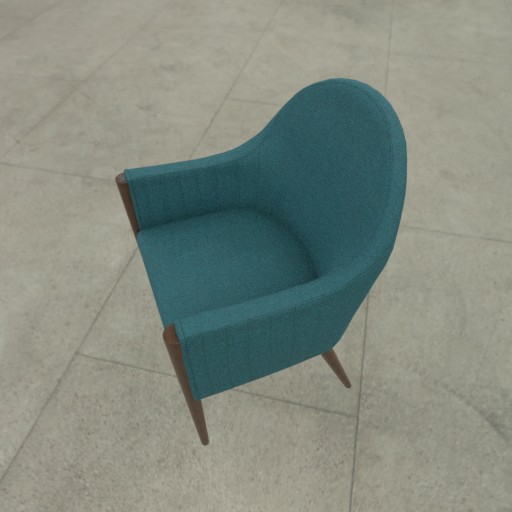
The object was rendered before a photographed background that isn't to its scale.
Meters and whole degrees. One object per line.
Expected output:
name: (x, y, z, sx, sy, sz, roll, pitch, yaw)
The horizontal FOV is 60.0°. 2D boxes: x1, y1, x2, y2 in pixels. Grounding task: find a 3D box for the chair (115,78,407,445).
chair: (0.000, 0.000, 1.313, 0.652, 0.907, 0.656, -16, 49, -15)
